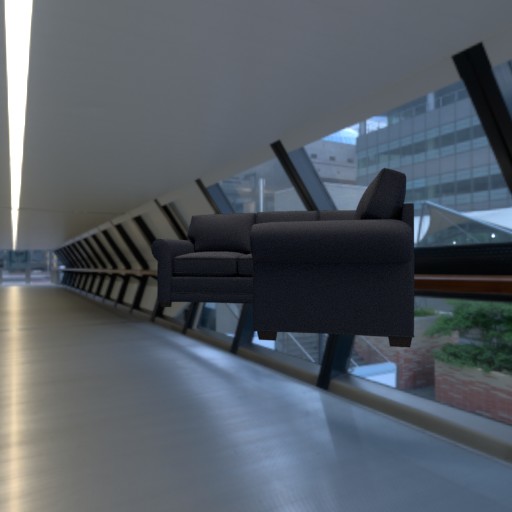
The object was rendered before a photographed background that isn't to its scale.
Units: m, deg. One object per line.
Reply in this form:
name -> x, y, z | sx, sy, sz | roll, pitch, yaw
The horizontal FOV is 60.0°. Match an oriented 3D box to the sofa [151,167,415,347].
sofa -> 0.000, 0.000, 3.920 | 2.487, 1.042, 2.562 | 0, -1, 16
